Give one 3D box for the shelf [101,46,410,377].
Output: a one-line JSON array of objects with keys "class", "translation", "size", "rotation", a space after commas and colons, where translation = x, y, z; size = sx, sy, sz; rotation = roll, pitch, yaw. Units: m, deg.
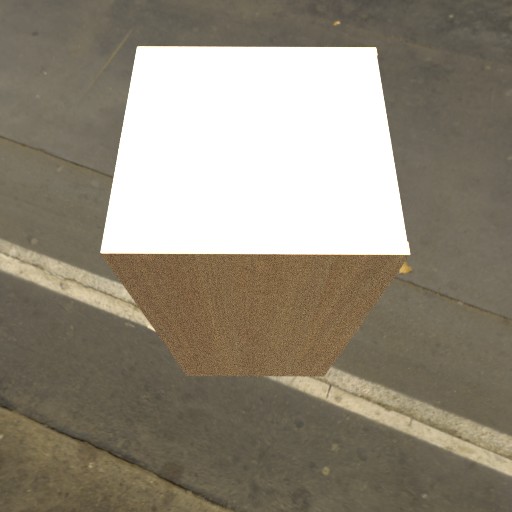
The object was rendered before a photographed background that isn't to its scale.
[{"class": "shelf", "translation": [0.000, 0.000, 0.754], "size": [0.297, 0.594, 0.290], "rotation": [0, 64, 0]}]
